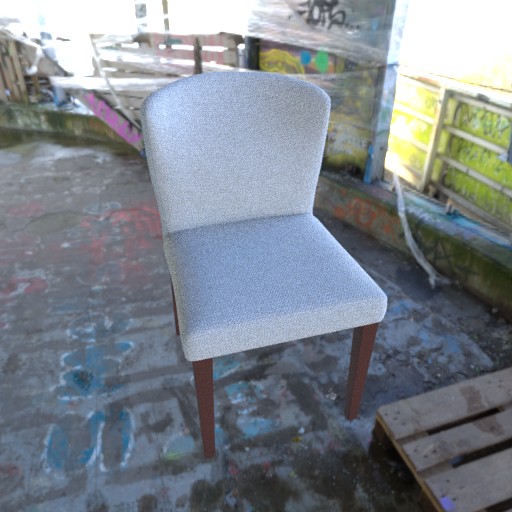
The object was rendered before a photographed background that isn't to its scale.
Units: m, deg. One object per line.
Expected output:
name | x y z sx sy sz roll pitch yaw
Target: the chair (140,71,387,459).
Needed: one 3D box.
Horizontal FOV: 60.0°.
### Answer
chair | 0.000 0.000 1.189 0.491 0.839 0.589 -9 33 -14
